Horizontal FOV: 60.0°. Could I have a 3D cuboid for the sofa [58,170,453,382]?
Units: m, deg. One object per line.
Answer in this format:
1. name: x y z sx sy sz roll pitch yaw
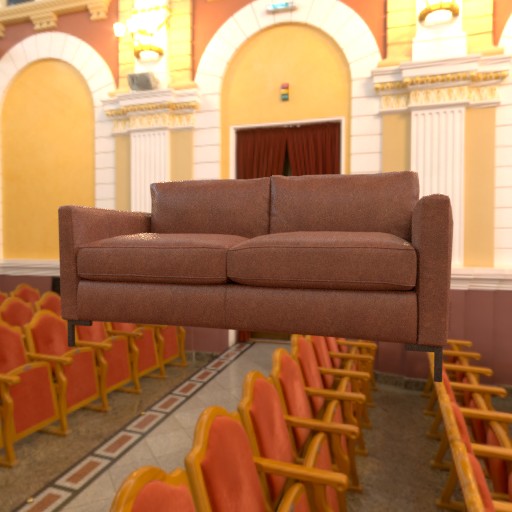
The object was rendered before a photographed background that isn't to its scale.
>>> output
1. sofa: 0.000 0.000 2.265 1.797 0.883 0.899 1 2 18
